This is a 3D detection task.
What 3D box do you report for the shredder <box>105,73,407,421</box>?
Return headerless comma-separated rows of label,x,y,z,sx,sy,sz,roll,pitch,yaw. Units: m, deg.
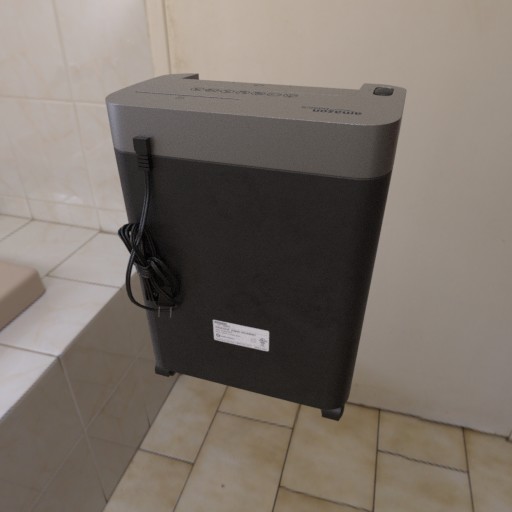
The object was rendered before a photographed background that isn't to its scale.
shredder,0.000,0.000,0.592,0.311,0.419,0.237,10,33,15
